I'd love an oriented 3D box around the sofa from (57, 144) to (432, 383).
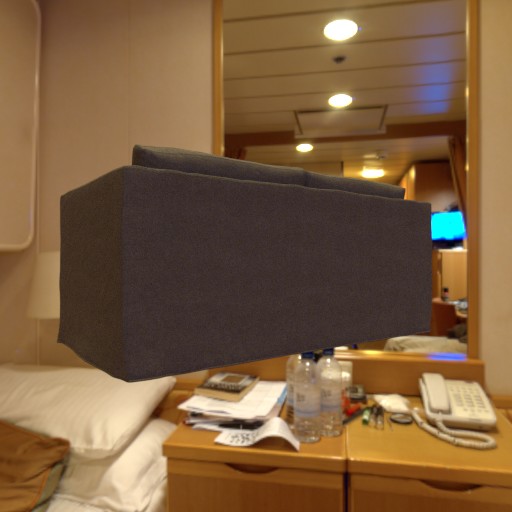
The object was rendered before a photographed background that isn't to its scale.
[{"bbox_3d":[0.000,0.000,2.358,1.802,0.854,0.974,0,0,-36],"label":"sofa"}]
